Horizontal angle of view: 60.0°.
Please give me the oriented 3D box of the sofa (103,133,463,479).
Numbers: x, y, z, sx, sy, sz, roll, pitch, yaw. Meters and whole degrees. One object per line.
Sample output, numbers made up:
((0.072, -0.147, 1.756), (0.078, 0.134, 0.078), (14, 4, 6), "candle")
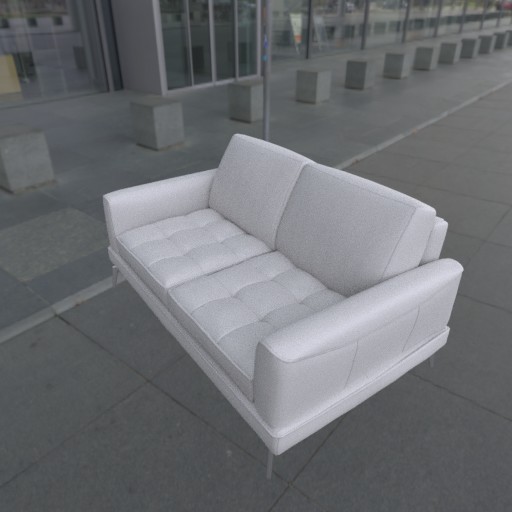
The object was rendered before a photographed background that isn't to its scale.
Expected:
((0.000, 0.000, 2.405), (1.121, 0.930, 1.819), (-20, 36, -30), "sofa")
